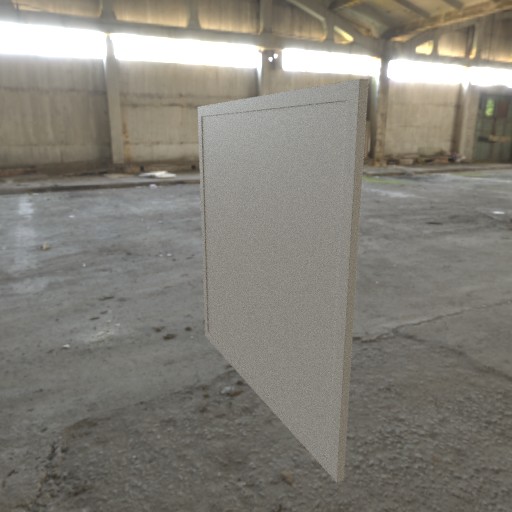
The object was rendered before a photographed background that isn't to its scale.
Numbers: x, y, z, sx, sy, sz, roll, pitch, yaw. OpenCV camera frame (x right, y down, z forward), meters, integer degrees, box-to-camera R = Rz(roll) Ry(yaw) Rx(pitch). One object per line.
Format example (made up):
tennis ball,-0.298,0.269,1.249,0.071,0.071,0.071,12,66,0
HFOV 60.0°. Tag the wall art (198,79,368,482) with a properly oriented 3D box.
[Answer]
wall art,0.000,0.000,0.977,0.015,0.660,0.660,-7,17,-26
